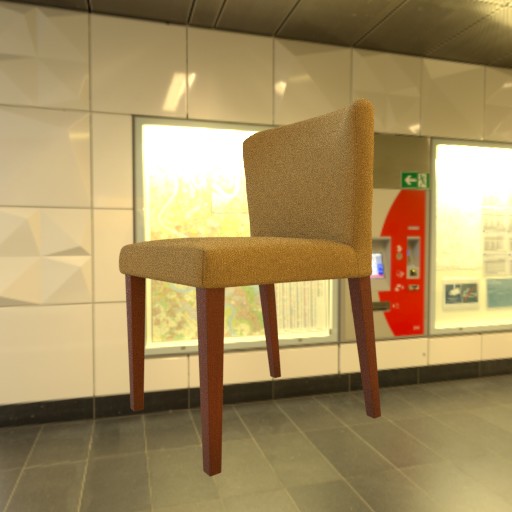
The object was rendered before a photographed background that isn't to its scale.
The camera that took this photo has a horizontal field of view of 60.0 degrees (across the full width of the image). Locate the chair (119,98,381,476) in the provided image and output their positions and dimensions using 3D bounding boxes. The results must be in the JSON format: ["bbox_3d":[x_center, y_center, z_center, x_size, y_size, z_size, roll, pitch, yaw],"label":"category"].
[{"bbox_3d":[0.000,0.000,1.181,0.589,0.839,0.491,-2,3,-36],"label":"chair"}]
